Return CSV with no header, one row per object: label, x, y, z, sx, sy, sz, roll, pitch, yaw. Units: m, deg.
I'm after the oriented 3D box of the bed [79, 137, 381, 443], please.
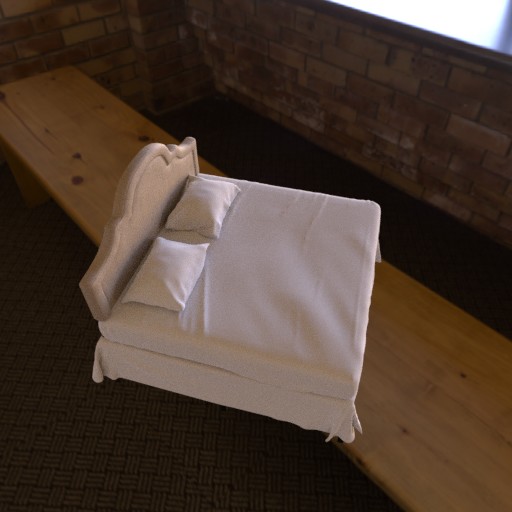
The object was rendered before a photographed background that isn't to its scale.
bed,0.000,0.000,3.774,2.222,1.631,2.303,11,47,11
